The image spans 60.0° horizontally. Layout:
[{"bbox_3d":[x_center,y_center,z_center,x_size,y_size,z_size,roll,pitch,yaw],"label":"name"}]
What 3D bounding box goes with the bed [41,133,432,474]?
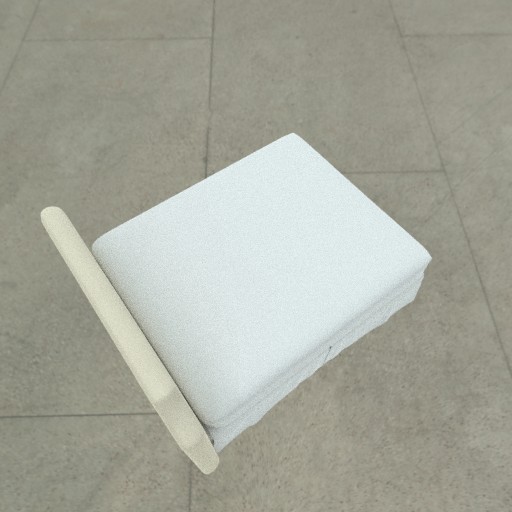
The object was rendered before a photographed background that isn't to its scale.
[{"bbox_3d":[0.000,0.000,3.220,2.209,1.296,1.827,-32,64,-18],"label":"bed"}]
